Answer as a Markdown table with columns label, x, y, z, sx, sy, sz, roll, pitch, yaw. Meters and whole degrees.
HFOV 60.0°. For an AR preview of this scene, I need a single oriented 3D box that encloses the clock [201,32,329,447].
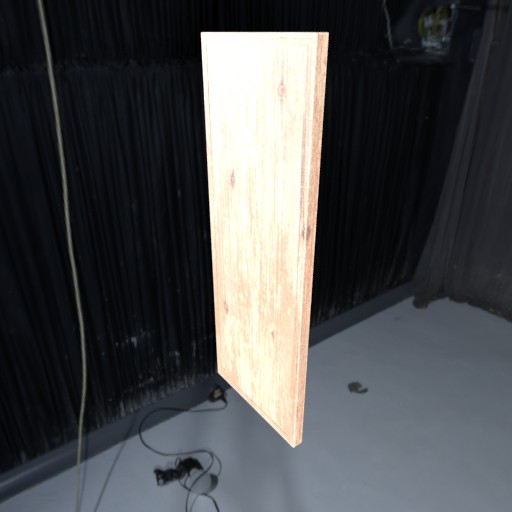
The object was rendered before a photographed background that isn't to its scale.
| label | x | y | z | sx | sy | sz | roll | pitch | yaw |
| --- | --- | --- | --- | --- | --- | --- | --- | --- | --- |
| clock | 0.000 | 0.000 | 1.071 | 0.030 | 0.965 | 0.361 | -19 | 32 | -33 |
